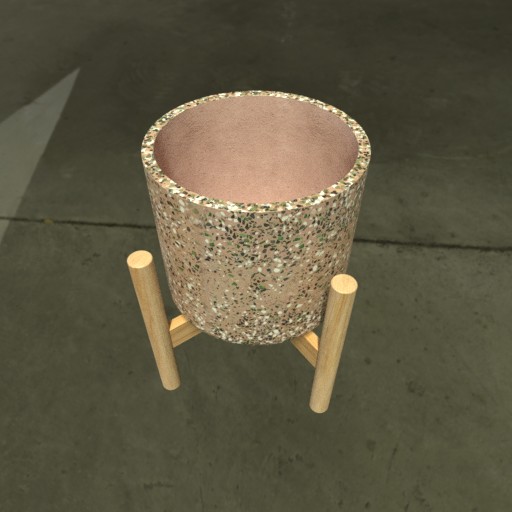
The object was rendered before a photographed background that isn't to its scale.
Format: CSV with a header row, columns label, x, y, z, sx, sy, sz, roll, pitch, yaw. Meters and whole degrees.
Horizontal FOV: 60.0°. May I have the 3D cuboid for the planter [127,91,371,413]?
label,x,y,z,sx,sy,sz,roll,pitch,yaw
planter,0.000,0.000,0.548,0.284,0.320,0.284,-9,46,-9
